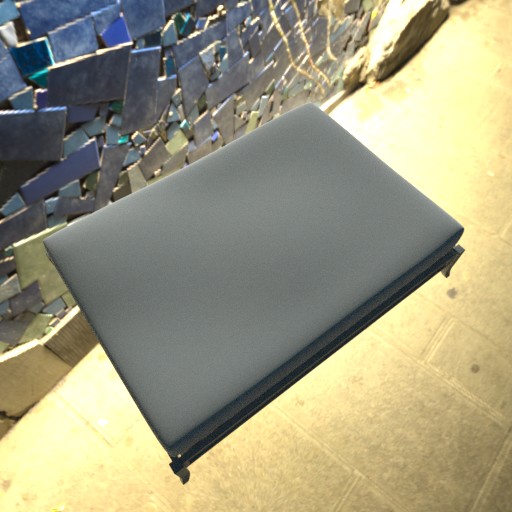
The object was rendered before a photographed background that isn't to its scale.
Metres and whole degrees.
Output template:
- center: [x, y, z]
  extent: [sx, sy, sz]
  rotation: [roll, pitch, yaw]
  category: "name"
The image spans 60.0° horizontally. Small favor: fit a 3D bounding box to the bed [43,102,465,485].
- center: [0.000, 0.000, 2.596]
  extent: [1.985, 0.510, 1.460]
  rotation: [-32, 64, -18]
  category: "bed"
